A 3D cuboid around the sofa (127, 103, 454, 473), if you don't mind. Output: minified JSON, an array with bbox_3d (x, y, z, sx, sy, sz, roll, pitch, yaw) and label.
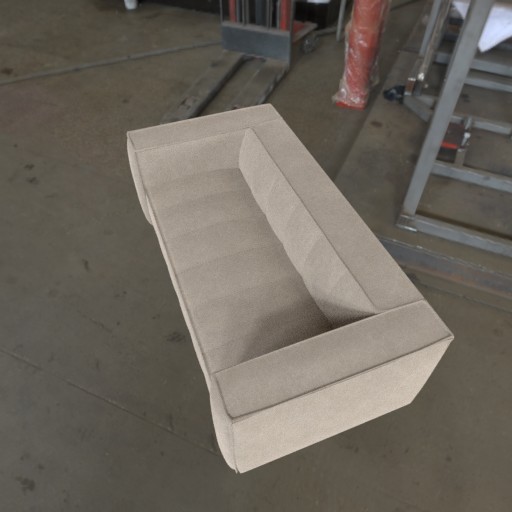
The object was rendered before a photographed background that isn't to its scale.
[{"bbox_3d":[0.000,0.000,2.521,1.038,0.680,1.995,-16,51,-14],"label":"sofa"}]
